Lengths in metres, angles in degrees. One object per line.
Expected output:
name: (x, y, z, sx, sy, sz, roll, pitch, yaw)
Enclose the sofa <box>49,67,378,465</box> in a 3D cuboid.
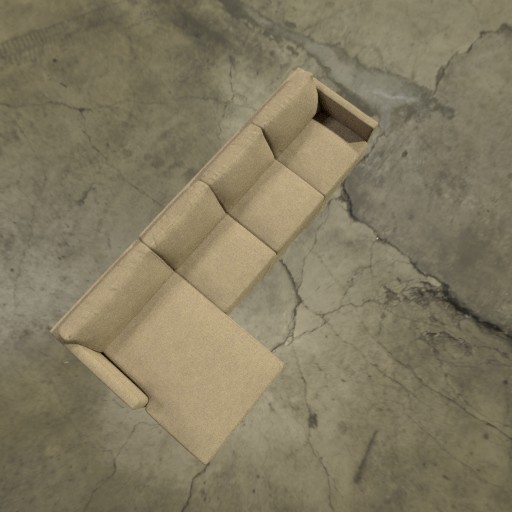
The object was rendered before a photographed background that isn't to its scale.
sofa: (0.000, 0.000, 3.923, 1.638, 0.920, 3.198, 39, 79, 9)
